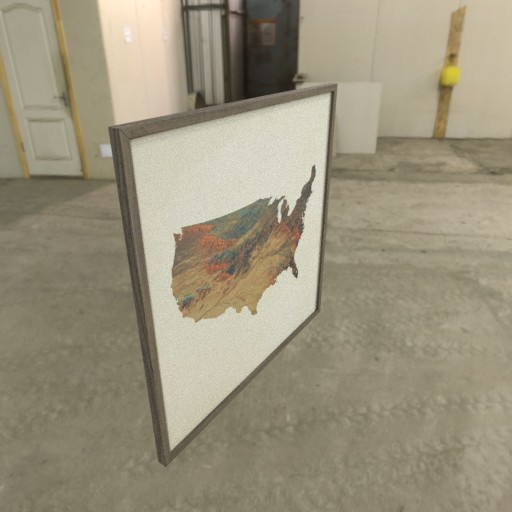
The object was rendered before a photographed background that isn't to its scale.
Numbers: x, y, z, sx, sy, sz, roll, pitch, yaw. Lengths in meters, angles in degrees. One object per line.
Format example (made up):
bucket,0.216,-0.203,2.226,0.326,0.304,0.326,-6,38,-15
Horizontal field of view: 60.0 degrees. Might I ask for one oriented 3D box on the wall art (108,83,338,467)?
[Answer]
wall art,0.000,0.000,0.751,0.016,0.507,0.508,18,32,30
